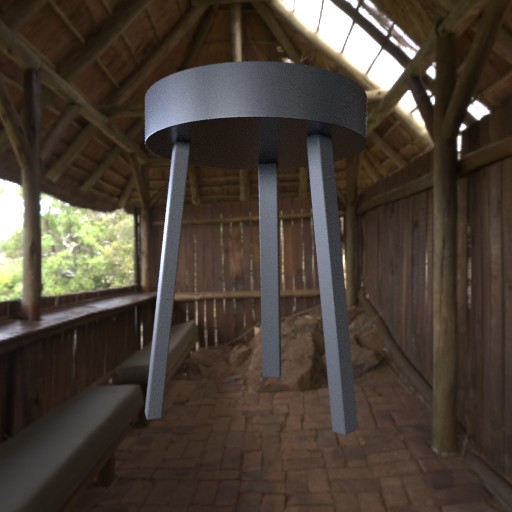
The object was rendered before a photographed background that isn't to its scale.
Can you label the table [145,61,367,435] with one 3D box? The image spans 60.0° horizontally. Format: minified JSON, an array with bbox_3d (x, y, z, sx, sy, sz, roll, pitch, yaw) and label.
[{"bbox_3d":[0.000,0.000,0.837,0.406,0.559,0.406,0,0,0],"label":"table"}]
